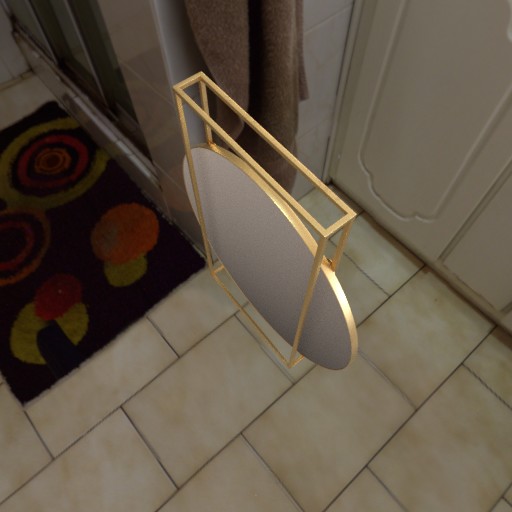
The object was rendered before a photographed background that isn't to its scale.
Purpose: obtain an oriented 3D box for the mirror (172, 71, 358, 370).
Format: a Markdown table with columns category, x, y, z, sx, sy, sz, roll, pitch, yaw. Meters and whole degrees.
| category | x | y | z | sx | sy | sz | roll | pitch | yaw |
| --- | --- | --- | --- | --- | --- | --- | --- | --- | --- |
| mirror | 0.000 | 0.000 | 0.835 | 0.051 | 0.603 | 0.508 | -35 | 67 | -17 |
